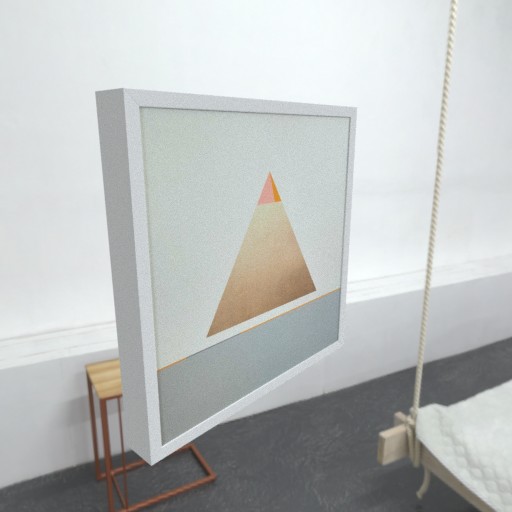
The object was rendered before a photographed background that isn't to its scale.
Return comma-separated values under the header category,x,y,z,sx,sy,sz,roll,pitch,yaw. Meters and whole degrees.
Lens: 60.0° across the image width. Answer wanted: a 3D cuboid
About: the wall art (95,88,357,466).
category,x,y,z,sx,sy,sz,roll,pitch,yaw
wall art,0.000,0.000,0.460,0.038,0.304,0.305,14,21,41
